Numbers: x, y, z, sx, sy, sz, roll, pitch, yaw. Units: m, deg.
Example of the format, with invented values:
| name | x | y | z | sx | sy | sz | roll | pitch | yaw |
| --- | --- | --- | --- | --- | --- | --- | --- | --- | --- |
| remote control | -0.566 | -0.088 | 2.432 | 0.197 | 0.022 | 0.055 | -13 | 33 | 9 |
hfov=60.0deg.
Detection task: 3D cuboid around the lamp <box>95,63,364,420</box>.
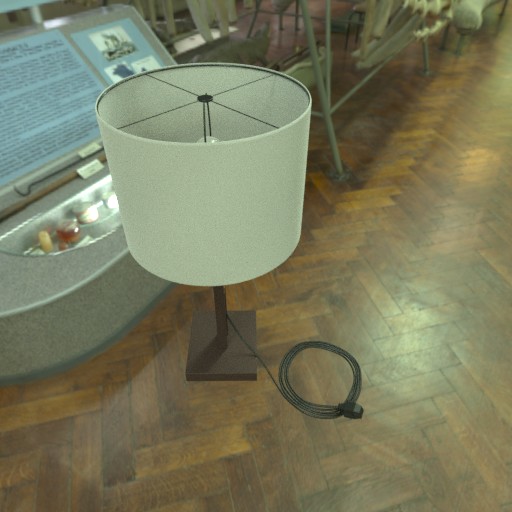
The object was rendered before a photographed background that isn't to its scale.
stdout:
| name | x | y | z | sx | sy | sz | roll | pitch | yaw |
| --- | --- | --- | --- | --- | --- | --- | --- | --- | --- |
| lamp | 0.000 | 0.000 | 0.941 | 0.525 | 0.668 | 0.396 | 0 | 40 | 0 |
